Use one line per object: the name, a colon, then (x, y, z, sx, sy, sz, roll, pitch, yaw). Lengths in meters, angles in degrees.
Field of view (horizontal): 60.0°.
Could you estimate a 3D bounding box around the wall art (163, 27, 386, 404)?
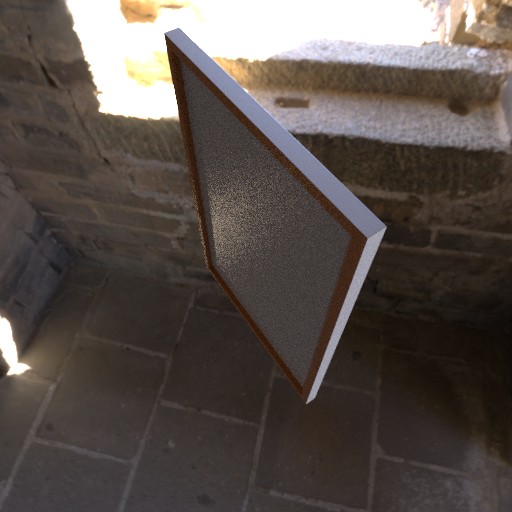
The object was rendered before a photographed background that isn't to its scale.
wall art: (0.000, 0.000, 0.761, 0.025, 0.608, 0.405, -30, 62, -18)
